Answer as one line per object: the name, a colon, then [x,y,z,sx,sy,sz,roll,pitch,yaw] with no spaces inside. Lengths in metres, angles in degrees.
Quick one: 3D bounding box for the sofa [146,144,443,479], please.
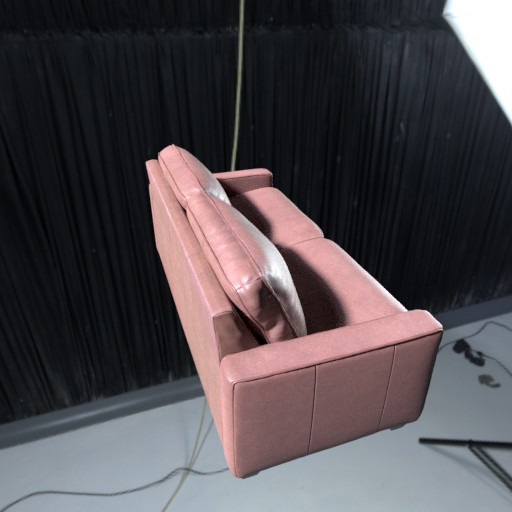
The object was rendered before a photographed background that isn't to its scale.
sofa: [0.000,0.000,2.538,0.940,0.919,2.080,-10,32,-17]
